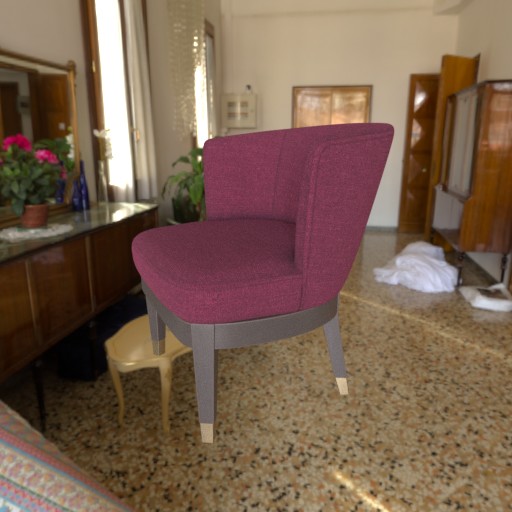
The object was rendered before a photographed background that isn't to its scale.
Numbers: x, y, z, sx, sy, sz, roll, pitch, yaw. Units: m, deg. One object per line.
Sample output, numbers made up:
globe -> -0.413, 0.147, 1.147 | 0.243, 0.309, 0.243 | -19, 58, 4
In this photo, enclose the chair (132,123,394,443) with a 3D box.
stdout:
chair -> 0.000, 0.000, 1.308 | 0.660, 0.760, 0.700 | -7, 16, -25
